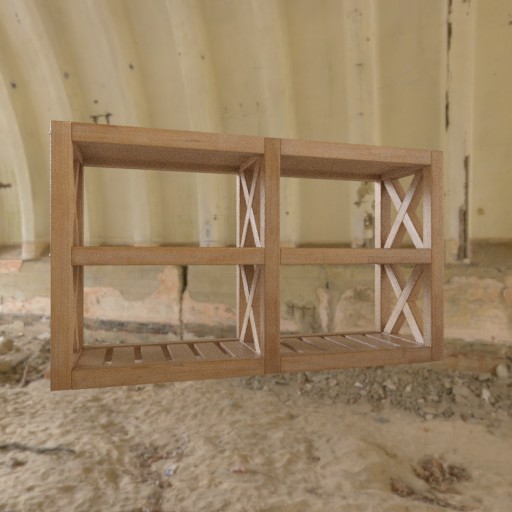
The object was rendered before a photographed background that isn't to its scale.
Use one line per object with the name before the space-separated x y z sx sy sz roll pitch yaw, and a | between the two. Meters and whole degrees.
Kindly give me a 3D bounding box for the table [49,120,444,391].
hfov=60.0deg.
table | 0.000 0.000 1.605 1.320 0.762 0.381 0 0 -16
